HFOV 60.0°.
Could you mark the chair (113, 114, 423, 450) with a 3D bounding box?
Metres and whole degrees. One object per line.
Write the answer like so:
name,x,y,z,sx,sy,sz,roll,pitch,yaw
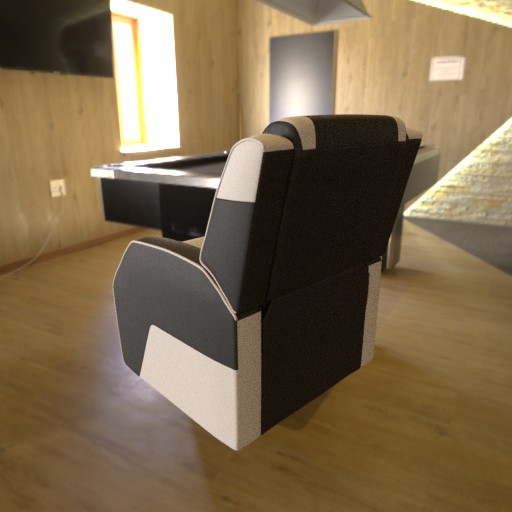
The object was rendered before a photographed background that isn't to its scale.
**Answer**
chair,0.000,0.000,1.319,0.620,0.805,0.672,-17,24,-42
